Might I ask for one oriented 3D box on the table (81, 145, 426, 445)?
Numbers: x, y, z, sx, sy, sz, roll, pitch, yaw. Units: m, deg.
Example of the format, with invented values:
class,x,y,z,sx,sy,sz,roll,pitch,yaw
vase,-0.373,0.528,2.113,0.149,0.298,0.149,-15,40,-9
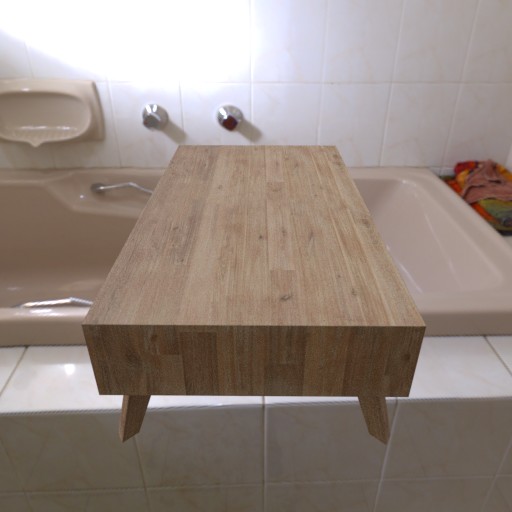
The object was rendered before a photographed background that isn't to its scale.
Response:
class,x,y,z,sx,sy,sz,roll,pitch,yaw
table,0.000,0.000,1.994,0.918,0.531,1.619,0,30,0
